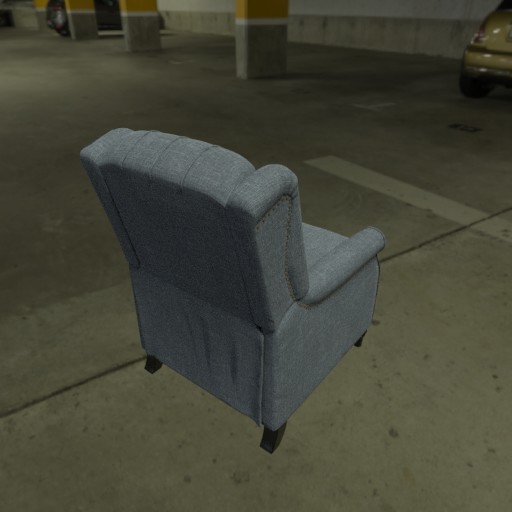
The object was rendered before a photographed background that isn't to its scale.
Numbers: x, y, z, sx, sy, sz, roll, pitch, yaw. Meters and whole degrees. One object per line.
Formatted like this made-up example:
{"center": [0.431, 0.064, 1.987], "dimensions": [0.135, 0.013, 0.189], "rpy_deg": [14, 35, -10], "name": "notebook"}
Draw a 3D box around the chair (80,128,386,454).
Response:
{"center": [0.000, 0.000, 1.670], "dimensions": [0.742, 1.035, 0.898], "rpy_deg": [21, 36, 32], "name": "chair"}
